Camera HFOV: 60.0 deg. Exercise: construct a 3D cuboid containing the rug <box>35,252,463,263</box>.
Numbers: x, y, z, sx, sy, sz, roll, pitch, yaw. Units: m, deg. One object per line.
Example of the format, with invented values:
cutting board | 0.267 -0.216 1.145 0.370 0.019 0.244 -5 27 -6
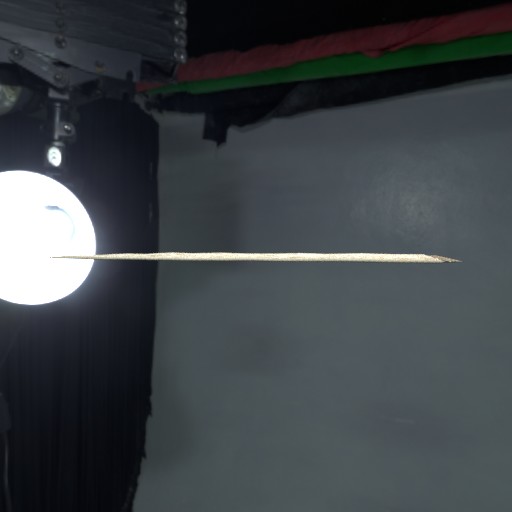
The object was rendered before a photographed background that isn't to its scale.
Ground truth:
rug | 0.000 0.000 3.064 2.434 0.027 1.529 0 1 18
